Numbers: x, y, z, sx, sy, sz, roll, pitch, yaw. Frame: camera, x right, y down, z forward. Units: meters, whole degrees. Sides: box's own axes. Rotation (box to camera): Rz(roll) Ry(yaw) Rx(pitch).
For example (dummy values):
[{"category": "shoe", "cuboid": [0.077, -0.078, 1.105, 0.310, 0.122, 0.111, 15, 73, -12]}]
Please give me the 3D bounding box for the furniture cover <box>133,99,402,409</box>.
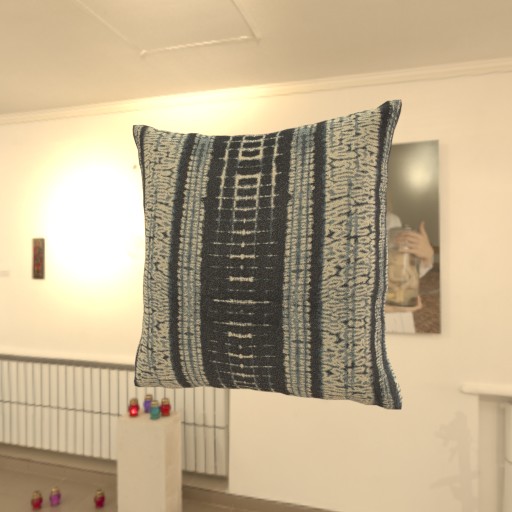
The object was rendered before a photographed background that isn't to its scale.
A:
[{"category": "furniture cover", "cuboid": [0.000, 0.000, 0.676, 0.425, 0.435, 0.133, 0, 1, 16]}]
